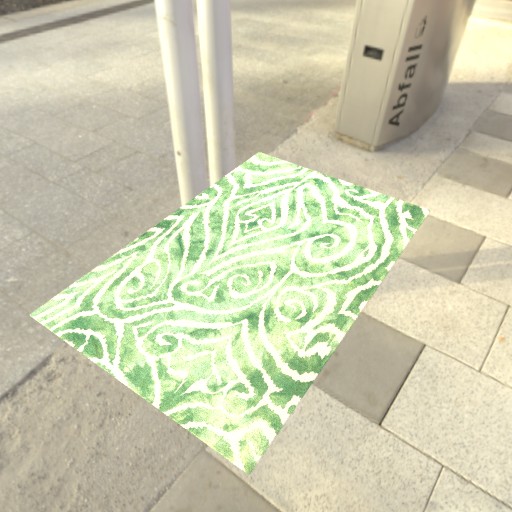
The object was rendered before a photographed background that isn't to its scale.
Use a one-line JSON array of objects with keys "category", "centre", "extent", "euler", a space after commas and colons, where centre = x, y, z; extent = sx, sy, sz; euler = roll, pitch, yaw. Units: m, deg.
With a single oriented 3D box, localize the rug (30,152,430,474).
[{"category": "rug", "centre": [0.000, 0.000, 2.298], "extent": [1.220, 0.006, 1.826], "euler": [25, 47, 25]}]
